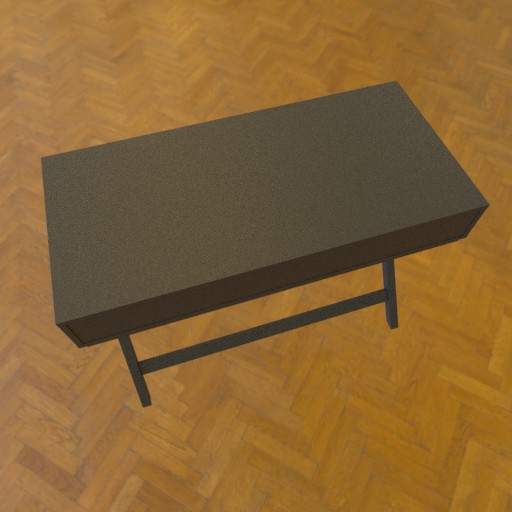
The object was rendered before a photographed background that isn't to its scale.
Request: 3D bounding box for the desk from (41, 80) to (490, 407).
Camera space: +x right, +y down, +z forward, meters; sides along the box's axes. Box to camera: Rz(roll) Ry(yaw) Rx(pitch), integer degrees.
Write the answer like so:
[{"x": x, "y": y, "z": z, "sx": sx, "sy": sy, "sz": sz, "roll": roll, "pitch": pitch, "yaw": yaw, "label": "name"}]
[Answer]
[{"x": 0.000, "y": 0.000, "z": 1.484, "sx": 1.057, "sy": 0.780, "sz": 0.525, "roll": -15, "pitch": 60, "yaw": -9, "label": "desk"}]
